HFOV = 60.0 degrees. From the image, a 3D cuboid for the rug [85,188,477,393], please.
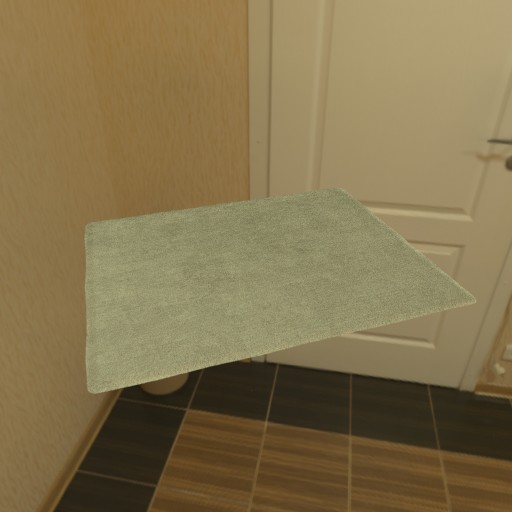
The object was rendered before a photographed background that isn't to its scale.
[{"bbox_3d":[0.000,0.000,3.989,2.933,0.027,2.332,-10,34,-15],"label":"rug"}]
